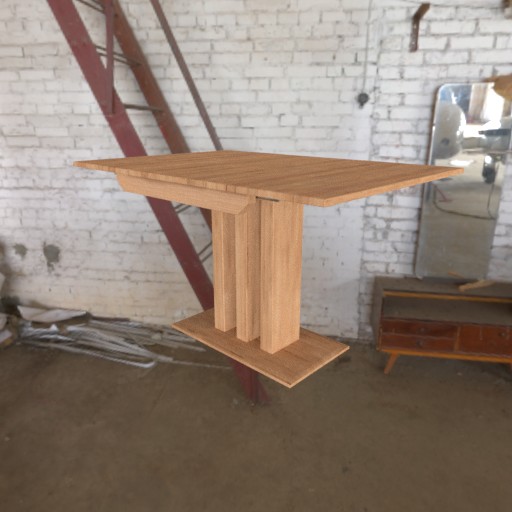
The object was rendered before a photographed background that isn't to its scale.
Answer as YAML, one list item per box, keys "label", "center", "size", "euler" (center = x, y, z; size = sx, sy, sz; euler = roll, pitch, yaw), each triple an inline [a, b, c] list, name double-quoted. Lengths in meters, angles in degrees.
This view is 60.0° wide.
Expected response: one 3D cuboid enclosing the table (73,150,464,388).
- label: "table"
  center: [0.000, 0.000, 1.892]
  size: [1.300, 0.770, 0.900]
  euler: [16, 24, 41]
